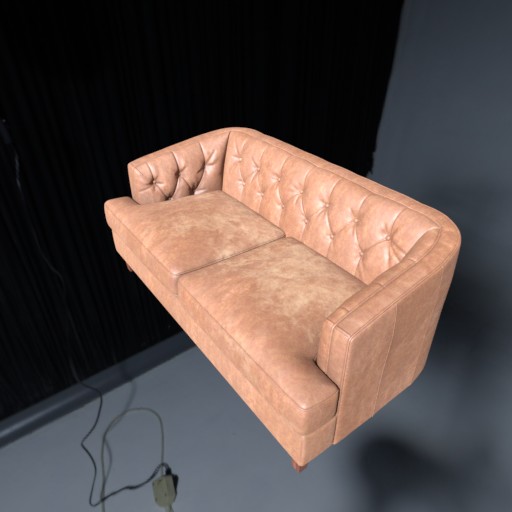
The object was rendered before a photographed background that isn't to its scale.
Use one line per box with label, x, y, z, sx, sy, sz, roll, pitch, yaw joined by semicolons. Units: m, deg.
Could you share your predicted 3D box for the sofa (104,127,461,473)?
sofa;0.000;0.000;2.197;0.914;0.786;1.755;-22;39;-29
